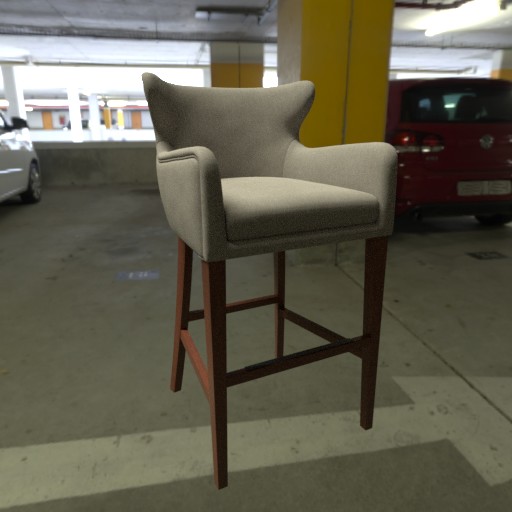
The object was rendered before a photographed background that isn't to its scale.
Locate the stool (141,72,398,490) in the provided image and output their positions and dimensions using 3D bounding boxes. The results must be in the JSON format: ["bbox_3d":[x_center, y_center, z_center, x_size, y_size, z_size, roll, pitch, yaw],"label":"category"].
[{"bbox_3d":[0.000,0.000,1.358,0.575,1.047,0.575,-9,19,-27],"label":"stool"}]
